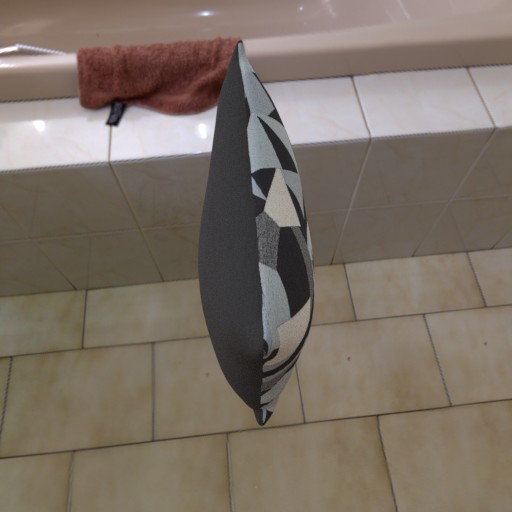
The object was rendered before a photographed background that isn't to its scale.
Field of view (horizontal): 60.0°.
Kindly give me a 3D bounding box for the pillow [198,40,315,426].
[{"bbox_3d":[0.000,0.000,0.774,0.208,0.496,0.503,-3,62,-2],"label":"pillow"}]
